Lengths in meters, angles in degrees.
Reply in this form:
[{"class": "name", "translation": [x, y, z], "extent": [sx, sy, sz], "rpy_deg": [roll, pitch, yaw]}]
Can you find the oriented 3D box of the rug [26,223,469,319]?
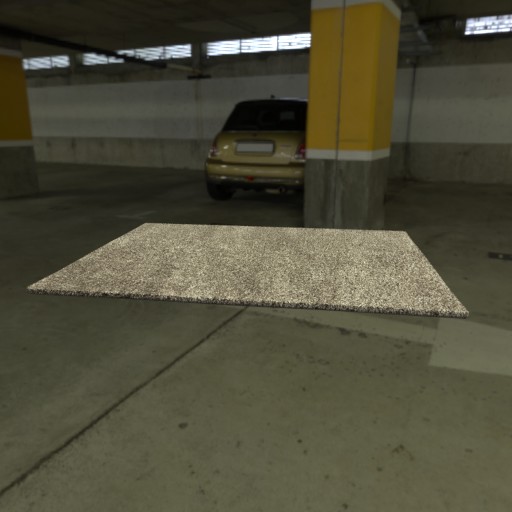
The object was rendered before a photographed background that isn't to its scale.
[{"class": "rug", "translation": [0.000, 0.000, 2.148], "extent": [1.601, 0.025, 1.198], "rpy_deg": [2, 16, 8]}]
